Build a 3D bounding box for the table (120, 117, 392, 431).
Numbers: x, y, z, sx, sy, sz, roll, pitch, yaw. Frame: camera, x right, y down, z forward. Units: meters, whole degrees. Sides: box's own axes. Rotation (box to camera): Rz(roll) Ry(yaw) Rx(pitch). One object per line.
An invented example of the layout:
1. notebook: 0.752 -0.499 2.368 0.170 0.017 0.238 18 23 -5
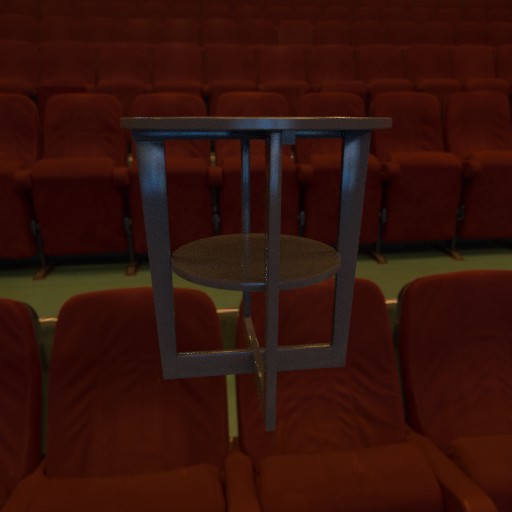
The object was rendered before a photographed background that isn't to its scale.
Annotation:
1. table: 0.000 0.000 0.926 0.500 0.550 0.500 0 17 0
